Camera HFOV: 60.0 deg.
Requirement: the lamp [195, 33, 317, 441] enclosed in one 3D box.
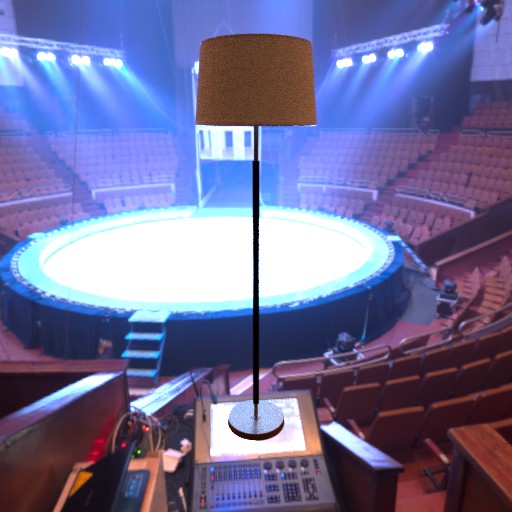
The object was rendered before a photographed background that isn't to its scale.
[{"bbox_3d":[0.000,0.000,1.661,0.420,1.447,0.420,0,16,0],"label":"lamp"}]
